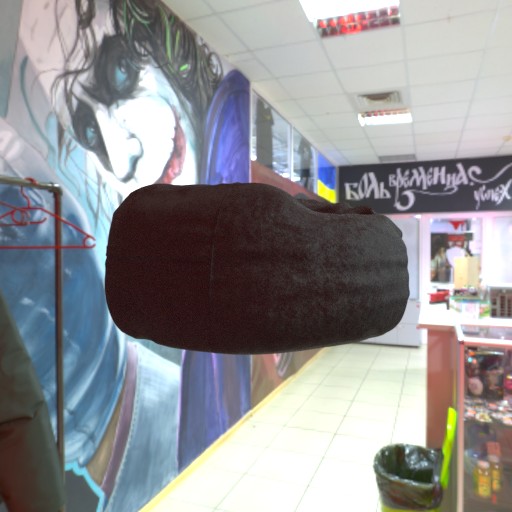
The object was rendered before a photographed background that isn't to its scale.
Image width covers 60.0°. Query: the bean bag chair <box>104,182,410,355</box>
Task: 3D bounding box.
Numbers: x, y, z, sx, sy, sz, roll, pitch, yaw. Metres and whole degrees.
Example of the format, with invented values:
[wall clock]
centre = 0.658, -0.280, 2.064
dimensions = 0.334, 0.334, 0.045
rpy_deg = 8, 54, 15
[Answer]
[bean bag chair]
centre = 0.000, 0.000, 2.349
dimensions = 1.525, 0.751, 1.525
rpy_deg = 0, 0, 0
